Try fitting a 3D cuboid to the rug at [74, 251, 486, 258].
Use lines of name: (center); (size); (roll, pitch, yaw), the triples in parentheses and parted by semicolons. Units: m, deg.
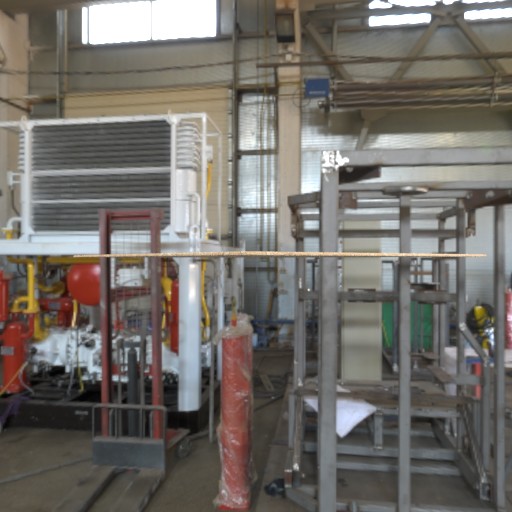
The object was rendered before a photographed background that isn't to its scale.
rug: (0.000, 0.000, 4.095); (2.420, 0.019, 3.039); (0, 0, -37)
